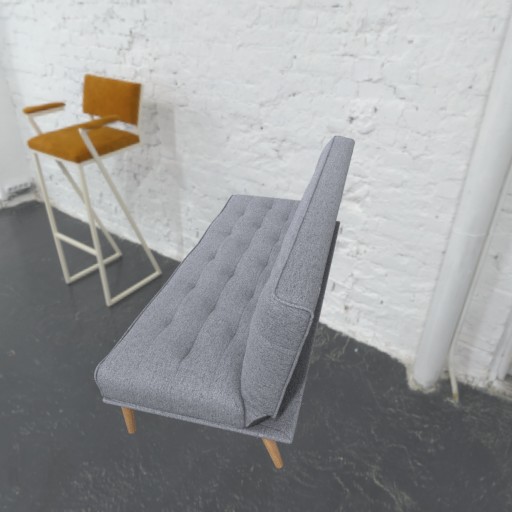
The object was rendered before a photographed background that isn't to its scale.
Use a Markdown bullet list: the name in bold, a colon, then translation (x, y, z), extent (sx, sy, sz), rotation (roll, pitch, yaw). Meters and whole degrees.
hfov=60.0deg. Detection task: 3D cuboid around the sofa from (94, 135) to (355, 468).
- **sofa**: translation (0.000, 0.000, 2.291), extent (0.810, 0.830, 1.820), rotation (7, 31, 13)
